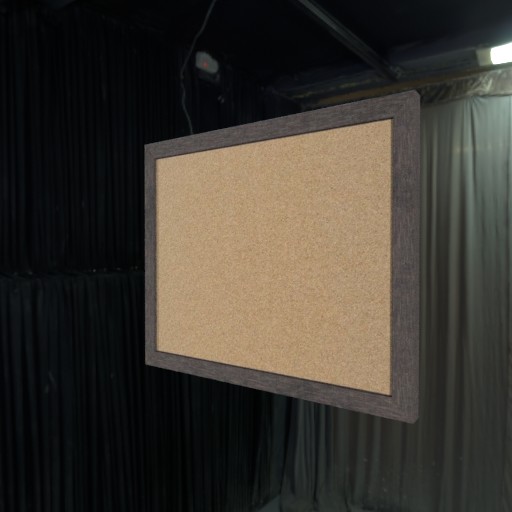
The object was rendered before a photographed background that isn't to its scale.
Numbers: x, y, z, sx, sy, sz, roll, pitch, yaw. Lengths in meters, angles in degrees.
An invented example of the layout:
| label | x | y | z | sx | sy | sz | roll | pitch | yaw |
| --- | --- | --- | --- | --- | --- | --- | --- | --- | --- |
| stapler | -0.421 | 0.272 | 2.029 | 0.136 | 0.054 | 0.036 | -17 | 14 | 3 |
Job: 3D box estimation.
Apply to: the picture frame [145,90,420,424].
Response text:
| label | x | y | z | sx | sy | sz | roll | pitch | yaw |
| --- | --- | --- | --- | --- | --- | --- | --- | --- | --- |
| picture frame | 0.000 | 0.000 | 0.772 | 0.546 | 0.455 | 0.026 | 1 | 1 | 35 |
